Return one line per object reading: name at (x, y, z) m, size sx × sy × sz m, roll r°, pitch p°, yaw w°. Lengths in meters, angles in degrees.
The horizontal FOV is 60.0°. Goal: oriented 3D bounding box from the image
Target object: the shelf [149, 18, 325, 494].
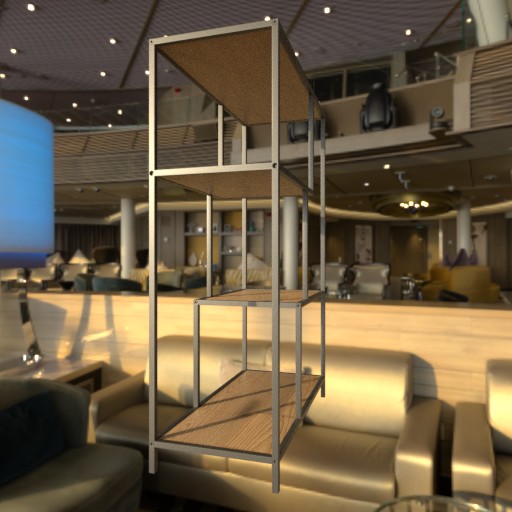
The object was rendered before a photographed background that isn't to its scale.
shelf at (0.000, 0.000, 1.479) m, size 0.350 × 1.138 × 0.770 m, roll 0°, pitch 0°, yaw 17°
